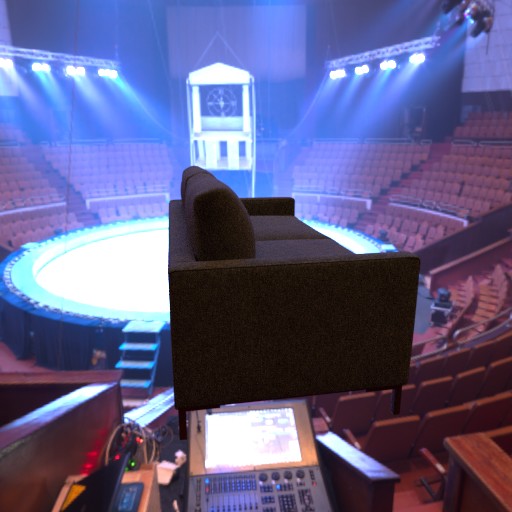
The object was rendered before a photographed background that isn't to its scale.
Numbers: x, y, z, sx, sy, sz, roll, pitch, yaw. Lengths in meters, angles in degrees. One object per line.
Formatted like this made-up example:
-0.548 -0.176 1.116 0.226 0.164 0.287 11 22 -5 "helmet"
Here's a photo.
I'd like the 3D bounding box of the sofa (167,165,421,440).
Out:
0.000 0.000 2.272 0.866 0.862 1.716 -3 15 -10 "sofa"
